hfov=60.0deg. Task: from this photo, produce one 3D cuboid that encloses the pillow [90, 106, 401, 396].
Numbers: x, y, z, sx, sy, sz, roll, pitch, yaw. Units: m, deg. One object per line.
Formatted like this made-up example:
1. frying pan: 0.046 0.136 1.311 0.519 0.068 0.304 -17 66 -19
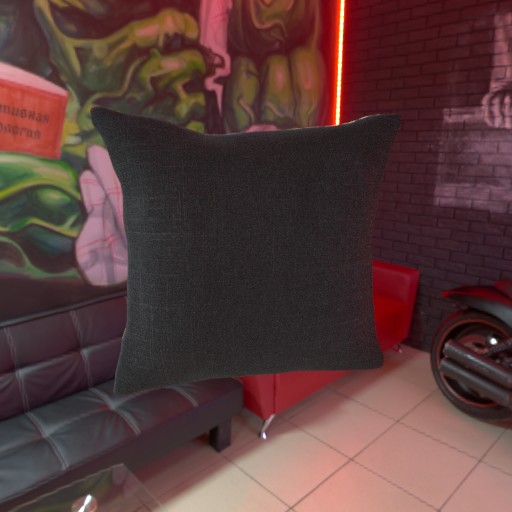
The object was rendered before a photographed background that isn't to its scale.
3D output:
1. pillow: 0.000 0.000 0.704 0.468 0.444 0.138 -3 14 -11
